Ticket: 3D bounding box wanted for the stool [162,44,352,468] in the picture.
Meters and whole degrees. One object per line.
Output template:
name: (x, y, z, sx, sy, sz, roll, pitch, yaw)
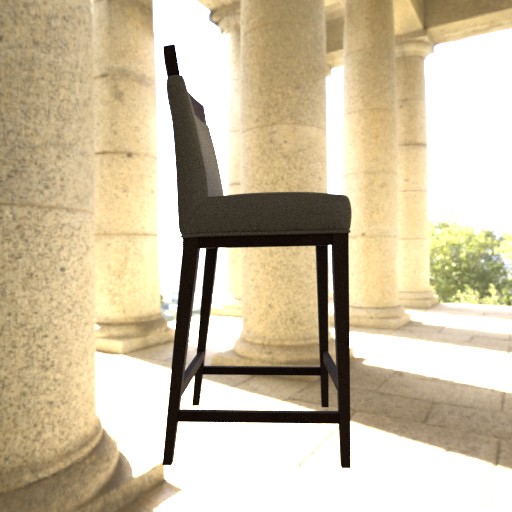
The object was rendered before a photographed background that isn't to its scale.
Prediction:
stool: (0.000, 0.000, 1.412, 0.531, 1.117, 0.511, 0, 1, 2)
